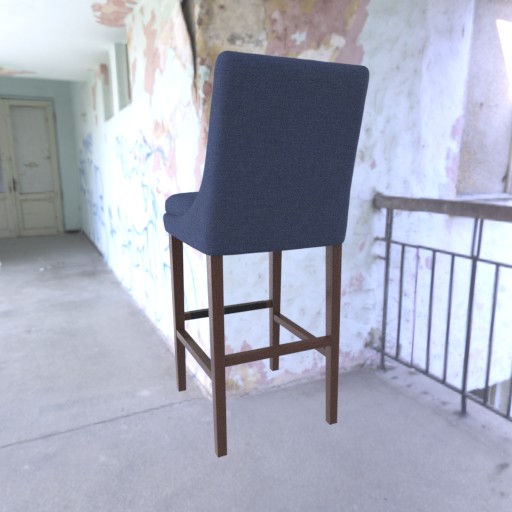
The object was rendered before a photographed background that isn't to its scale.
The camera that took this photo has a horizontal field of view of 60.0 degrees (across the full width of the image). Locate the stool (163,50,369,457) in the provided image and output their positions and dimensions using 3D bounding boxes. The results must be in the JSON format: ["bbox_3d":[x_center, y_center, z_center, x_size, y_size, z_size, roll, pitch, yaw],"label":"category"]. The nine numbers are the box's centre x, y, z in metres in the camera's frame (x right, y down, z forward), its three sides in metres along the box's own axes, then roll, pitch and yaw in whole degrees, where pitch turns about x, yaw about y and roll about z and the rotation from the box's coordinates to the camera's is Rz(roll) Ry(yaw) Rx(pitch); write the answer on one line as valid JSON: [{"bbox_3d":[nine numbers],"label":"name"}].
[{"bbox_3d":[0.000,0.000,1.409,0.470,1.078,0.577,-6,13,-24],"label":"stool"}]
